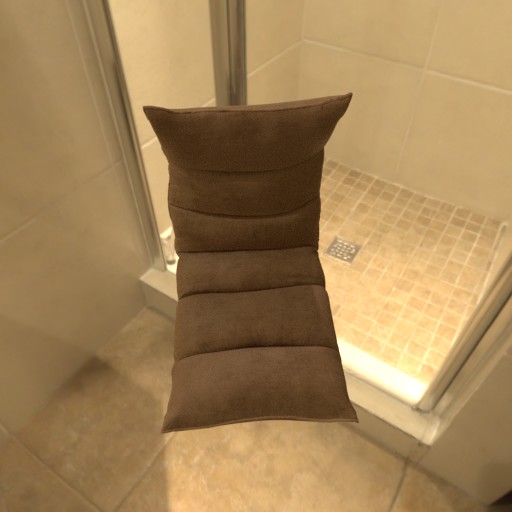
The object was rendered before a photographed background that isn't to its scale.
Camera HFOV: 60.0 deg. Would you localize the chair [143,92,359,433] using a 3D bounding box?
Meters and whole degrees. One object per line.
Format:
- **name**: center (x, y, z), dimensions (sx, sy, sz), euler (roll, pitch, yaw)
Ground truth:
- **chair**: center (0.000, 0.000, 1.606), dimensions (0.714, 0.892, 0.985), euler (-3, 47, -3)
